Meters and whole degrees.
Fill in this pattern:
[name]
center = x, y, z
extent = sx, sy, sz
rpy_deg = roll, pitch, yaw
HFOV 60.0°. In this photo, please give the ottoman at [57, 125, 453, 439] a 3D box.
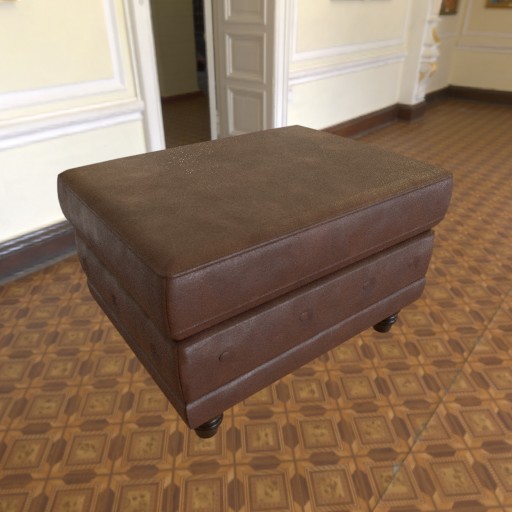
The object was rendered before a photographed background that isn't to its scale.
[ottoman]
center = 0.000, 0.000, 1.179
extent = 0.795, 0.509, 0.588
rpy_deg = -21, 36, -31
